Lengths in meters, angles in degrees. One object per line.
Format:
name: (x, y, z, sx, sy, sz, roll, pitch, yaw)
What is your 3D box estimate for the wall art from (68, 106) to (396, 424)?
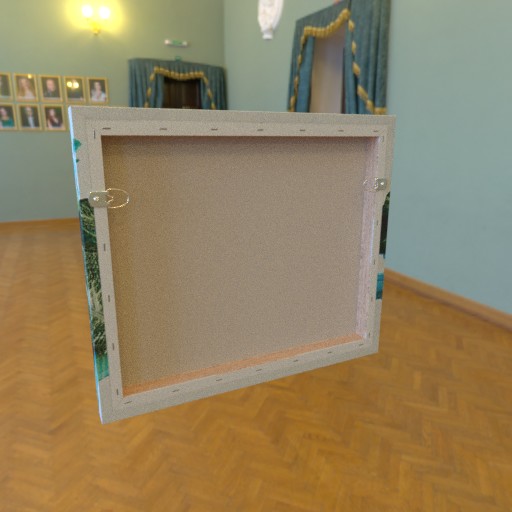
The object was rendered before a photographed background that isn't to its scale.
wall art: (0.000, 0.000, 0.703, 0.507, 0.435, 0.041, -7, 16, -25)
